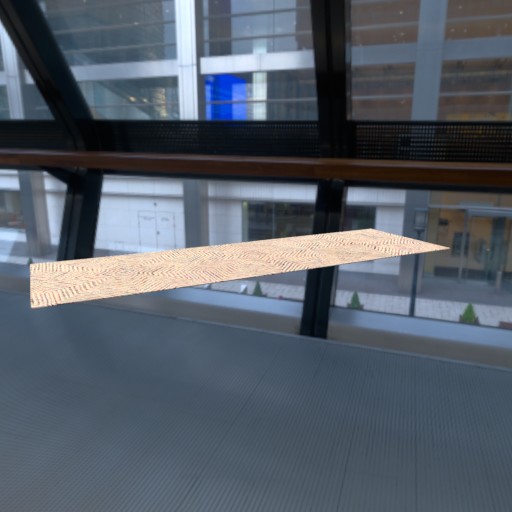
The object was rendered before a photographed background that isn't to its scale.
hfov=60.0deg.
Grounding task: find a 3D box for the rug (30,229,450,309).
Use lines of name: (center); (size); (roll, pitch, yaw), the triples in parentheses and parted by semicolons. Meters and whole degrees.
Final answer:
rug: (0.000, 0.000, 2.673); (2.443, 0.009, 0.771); (-7, 16, -26)
